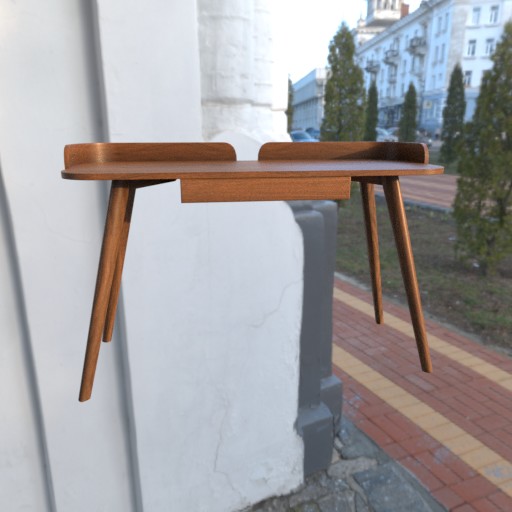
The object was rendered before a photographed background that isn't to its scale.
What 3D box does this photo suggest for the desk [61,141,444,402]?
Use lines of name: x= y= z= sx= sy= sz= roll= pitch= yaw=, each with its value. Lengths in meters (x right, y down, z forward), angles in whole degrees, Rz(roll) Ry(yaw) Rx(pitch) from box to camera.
desk: x=0.000 y=0.000 z=1.635 sx=1.256 sy=0.800 sz=0.486 roll=-2 pitch=16 yaw=-8
